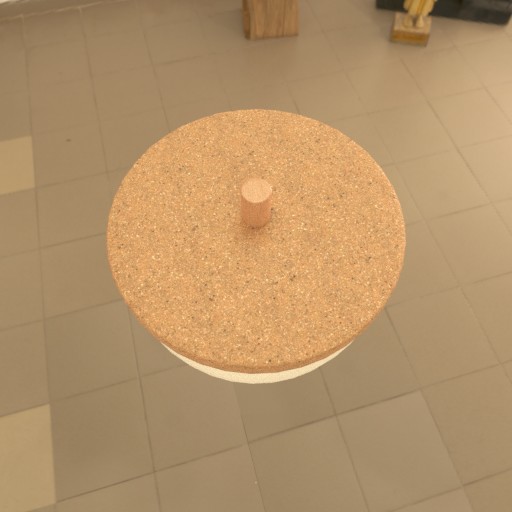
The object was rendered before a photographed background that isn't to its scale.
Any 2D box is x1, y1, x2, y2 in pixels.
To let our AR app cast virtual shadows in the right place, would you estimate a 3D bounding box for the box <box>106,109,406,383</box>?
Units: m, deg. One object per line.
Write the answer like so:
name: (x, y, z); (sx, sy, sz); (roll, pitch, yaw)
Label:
box: (0.000, 0.000, 0.186); (0.107, 0.094, 0.107); (0, 63, 0)
